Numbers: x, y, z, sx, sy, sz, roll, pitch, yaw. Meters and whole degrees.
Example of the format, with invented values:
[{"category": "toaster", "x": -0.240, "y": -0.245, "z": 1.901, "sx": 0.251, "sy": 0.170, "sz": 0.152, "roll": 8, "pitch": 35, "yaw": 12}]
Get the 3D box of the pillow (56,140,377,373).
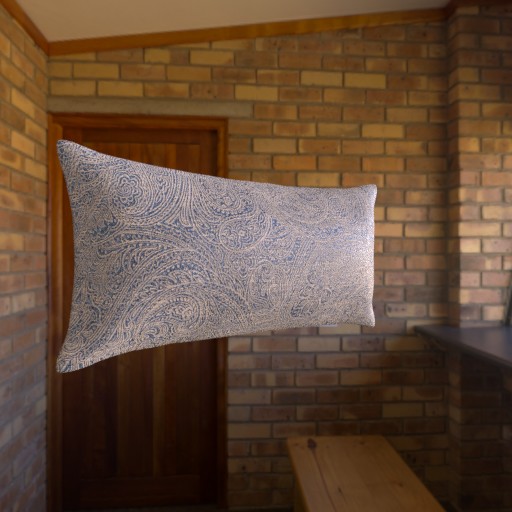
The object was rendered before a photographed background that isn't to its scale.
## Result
[{"category": "pillow", "x": 0.000, "y": 0.000, "z": 0.735, "sx": 0.615, "sy": 0.295, "sz": 0.151, "roll": 0, "pitch": 0, "yaw": -36}]
